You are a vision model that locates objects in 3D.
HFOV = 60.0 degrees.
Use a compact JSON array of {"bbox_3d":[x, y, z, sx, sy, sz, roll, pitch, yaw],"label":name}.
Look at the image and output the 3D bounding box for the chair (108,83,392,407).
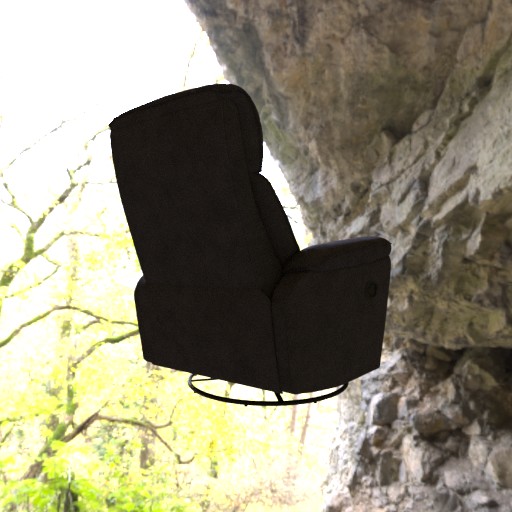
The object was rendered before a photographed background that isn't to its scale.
[{"bbox_3d":[0.000,0.000,1.774,0.830,1.036,1.009,0,0,37],"label":"chair"}]
